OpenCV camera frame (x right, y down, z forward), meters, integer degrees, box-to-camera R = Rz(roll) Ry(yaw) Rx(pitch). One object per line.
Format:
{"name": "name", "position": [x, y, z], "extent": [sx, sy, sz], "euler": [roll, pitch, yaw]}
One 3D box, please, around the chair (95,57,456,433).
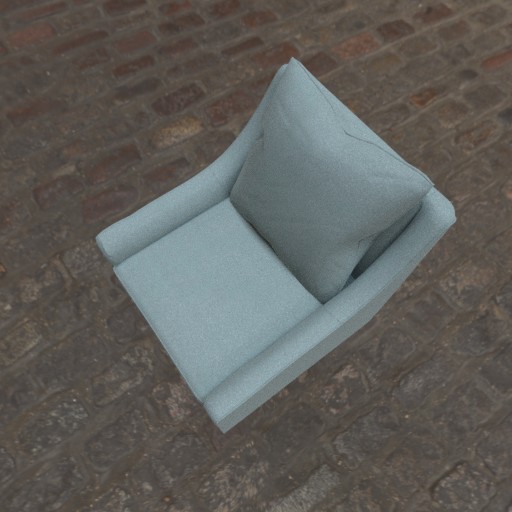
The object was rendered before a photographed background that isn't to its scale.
{"name": "chair", "position": [0.000, 0.000, 1.554], "extent": [0.870, 0.926, 0.760], "euler": [-34, 69, -15]}
